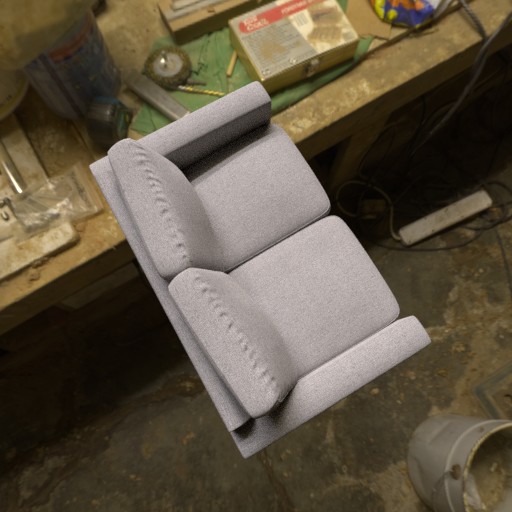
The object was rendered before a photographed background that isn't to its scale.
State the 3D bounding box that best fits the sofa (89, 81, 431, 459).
[{"bbox_3d":[0.000,0.000,2.038,0.917,0.873,1.420,-29,78,-7],"label":"sofa"}]
